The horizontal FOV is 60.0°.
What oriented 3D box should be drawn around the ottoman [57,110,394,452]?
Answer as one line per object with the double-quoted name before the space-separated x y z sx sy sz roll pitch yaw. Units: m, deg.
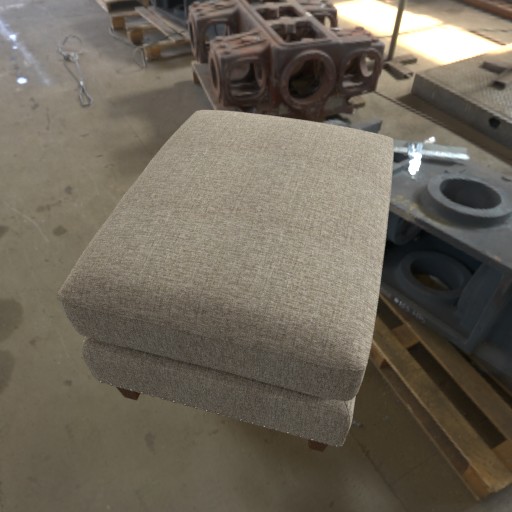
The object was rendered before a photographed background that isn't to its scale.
"ottoman" 0.000 0.000 1.125 0.584 0.513 0.741 11 47 11
